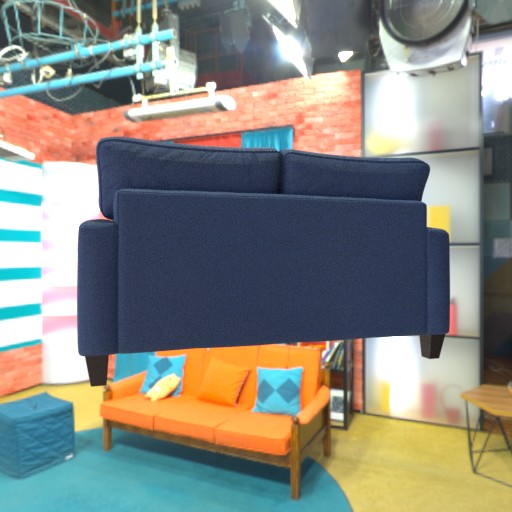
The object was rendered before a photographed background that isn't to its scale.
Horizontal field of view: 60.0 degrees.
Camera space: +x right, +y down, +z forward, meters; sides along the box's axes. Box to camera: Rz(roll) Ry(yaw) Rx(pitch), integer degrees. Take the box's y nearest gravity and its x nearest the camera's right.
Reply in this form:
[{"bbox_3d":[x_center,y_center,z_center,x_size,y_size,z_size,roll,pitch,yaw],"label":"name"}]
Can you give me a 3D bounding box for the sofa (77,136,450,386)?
[{"bbox_3d":[0.000,0.000,2.278,1.651,0.965,0.965,0,0,-17],"label":"sofa"}]
